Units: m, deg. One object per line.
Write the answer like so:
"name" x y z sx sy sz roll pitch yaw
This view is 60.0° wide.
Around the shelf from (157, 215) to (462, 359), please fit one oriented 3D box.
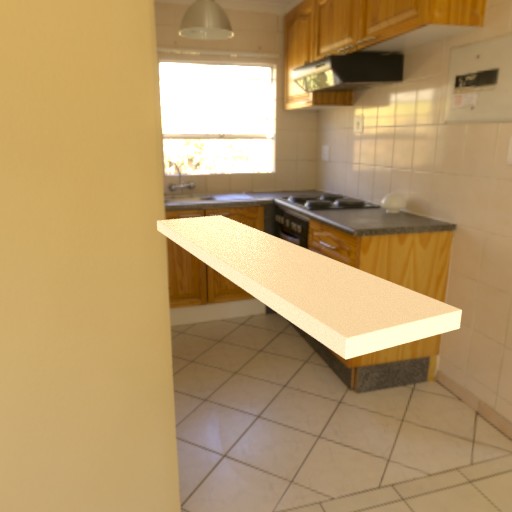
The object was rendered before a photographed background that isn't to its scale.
"shelf" 0.000 0.000 0.665 0.140 0.020 0.610 -7 17 -26
